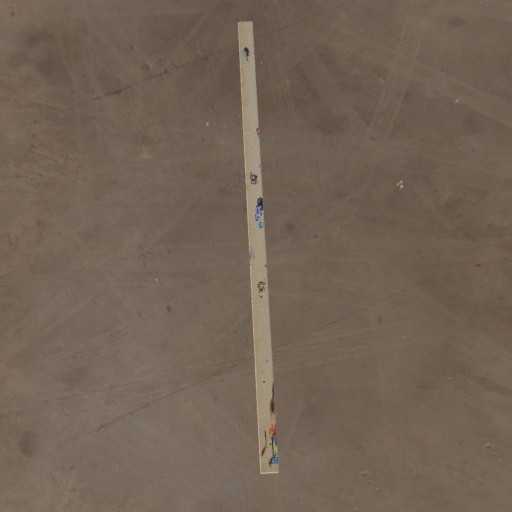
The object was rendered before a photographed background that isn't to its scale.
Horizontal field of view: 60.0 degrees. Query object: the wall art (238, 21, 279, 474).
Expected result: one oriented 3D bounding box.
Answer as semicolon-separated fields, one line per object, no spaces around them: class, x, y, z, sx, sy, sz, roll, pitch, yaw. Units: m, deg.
wall art;0.000;0.000;1.452;0.040;0.769;1.136;-3;77;-1
